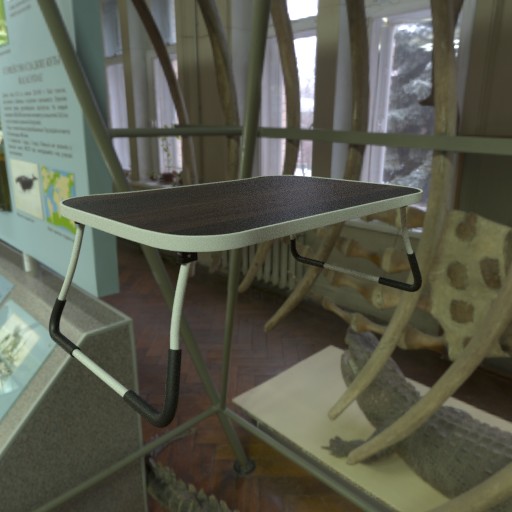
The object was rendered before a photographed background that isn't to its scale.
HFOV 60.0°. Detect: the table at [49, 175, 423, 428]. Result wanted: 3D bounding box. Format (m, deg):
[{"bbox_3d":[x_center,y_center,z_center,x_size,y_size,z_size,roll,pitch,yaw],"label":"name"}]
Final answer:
[{"bbox_3d":[0.000,0.000,0.830,0.660,0.232,0.400,-16,23,-42],"label":"table"}]
